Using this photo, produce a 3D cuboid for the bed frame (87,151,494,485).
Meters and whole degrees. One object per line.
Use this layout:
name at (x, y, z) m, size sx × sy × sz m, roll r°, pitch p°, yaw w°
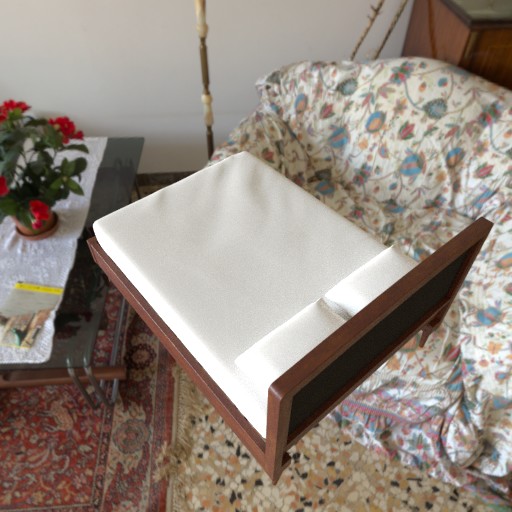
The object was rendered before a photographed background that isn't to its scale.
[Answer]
bed frame at (0.000, 0.000, 3.081) m, size 1.587 × 1.279 × 2.171 m, roll -32°, pitch 54°, yaw -26°
